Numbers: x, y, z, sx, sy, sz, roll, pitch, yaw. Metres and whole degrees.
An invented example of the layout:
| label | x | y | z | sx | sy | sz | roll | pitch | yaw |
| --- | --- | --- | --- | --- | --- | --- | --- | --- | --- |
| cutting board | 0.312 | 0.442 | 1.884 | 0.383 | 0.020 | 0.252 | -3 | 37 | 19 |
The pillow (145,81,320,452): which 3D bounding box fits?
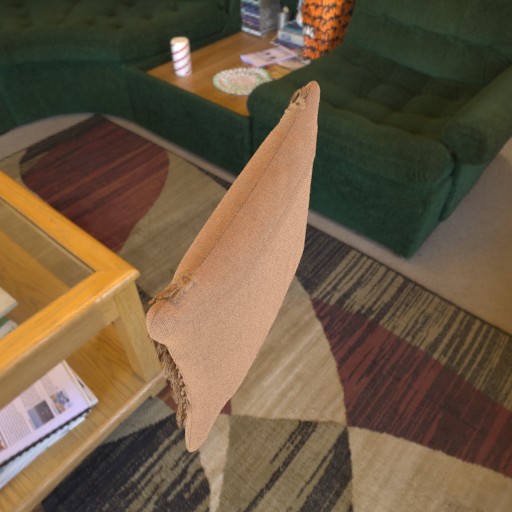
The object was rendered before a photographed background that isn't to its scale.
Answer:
| label | x | y | z | sx | sy | sz | roll | pitch | yaw |
| --- | --- | --- | --- | --- | --- | --- | --- | --- | --- |
| pillow | 0.000 | 0.000 | 0.611 | 0.084 | 0.305 | 0.466 | 16 | 49 | 15 |
